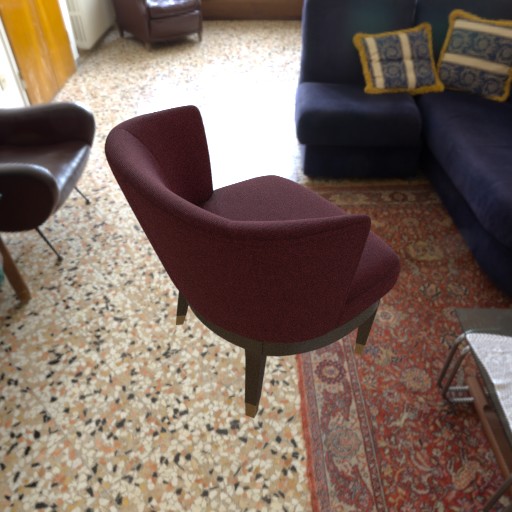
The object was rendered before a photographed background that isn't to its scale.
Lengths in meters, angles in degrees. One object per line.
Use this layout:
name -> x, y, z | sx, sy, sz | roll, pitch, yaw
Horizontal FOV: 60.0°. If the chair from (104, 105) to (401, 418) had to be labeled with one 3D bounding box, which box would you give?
chair -> 0.000, 0.000, 1.290 | 0.660, 0.760, 0.700 | -26, 47, -27
